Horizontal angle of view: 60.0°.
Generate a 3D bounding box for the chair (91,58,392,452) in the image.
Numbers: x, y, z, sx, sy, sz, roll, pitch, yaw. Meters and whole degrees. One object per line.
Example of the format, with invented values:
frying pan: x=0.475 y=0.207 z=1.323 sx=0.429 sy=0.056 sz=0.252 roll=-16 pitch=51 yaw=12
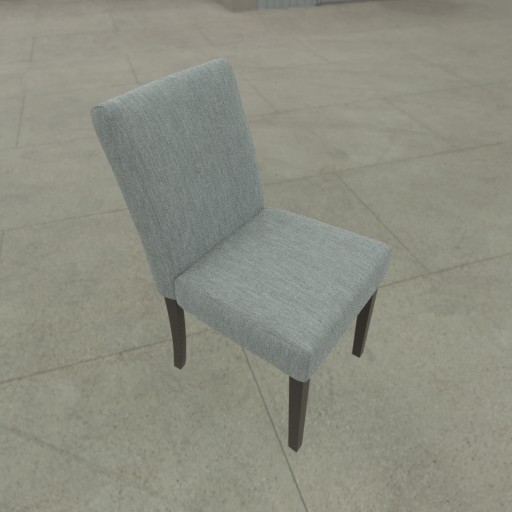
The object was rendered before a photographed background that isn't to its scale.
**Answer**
chair: x=0.000 y=0.000 z=1.256 sx=0.629 sy=0.884 sz=0.487 roll=25 pitch=46 yaw=27
